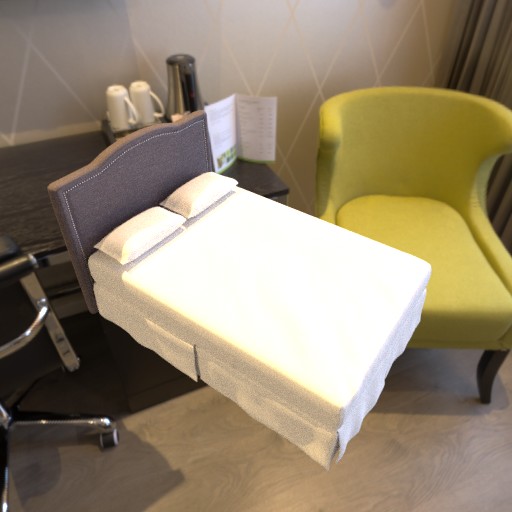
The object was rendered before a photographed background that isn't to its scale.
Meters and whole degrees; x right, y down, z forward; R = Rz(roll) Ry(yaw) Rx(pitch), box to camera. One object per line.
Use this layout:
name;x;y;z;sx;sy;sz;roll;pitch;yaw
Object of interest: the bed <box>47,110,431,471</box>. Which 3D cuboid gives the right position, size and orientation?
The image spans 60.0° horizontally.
bed;0.000;0.000;3.555;2.507;1.441;1.741;25;47;26
